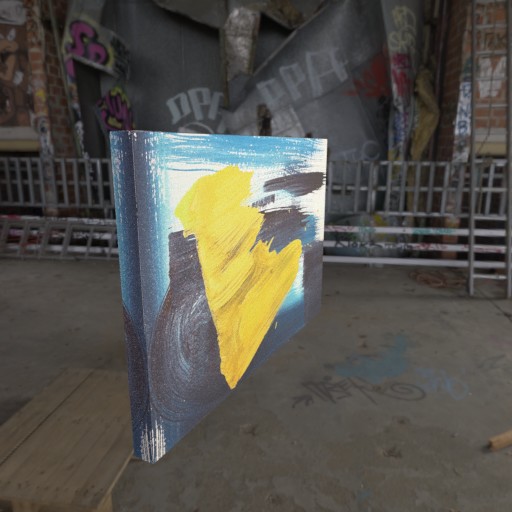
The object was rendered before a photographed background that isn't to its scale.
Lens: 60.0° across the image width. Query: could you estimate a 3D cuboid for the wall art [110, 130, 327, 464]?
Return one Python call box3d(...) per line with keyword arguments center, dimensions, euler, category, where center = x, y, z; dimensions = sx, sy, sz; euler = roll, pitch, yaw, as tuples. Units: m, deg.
box3d(center=(0.000, 0.000, 0.779), dimensions=(0.033, 0.406, 0.609), euler=(7, 16, 27), category="wall art")
